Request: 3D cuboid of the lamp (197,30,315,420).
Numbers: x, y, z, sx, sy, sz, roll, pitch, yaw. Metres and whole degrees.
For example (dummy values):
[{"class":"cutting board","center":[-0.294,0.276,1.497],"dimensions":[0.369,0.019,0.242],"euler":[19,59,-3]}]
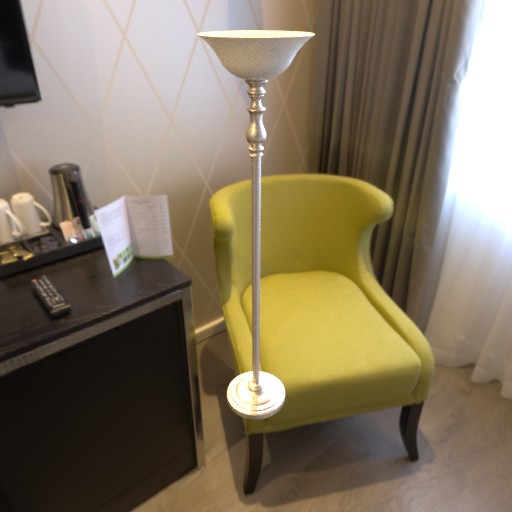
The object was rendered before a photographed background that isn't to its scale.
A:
[{"class":"lamp","center":[0.000,0.000,1.971],"dimensions":[0.405,1.771,0.405],"euler":[11,31,18]}]
